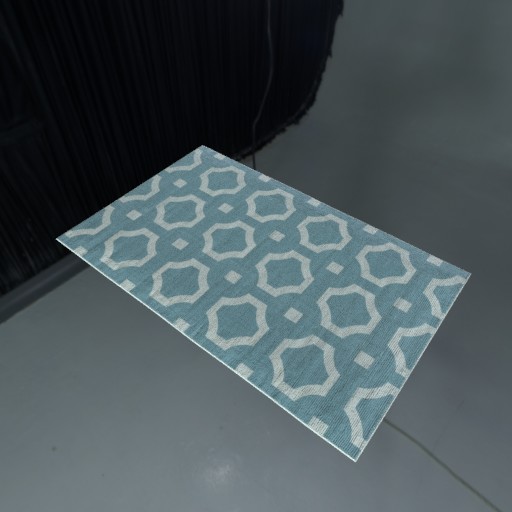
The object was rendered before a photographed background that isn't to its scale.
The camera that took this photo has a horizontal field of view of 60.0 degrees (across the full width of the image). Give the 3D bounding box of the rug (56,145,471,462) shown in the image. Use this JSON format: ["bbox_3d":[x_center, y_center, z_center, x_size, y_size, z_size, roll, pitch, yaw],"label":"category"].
[{"bbox_3d":[0.000,0.000,3.054,2.443,0.015,1.528,30,54,25],"label":"rug"}]
